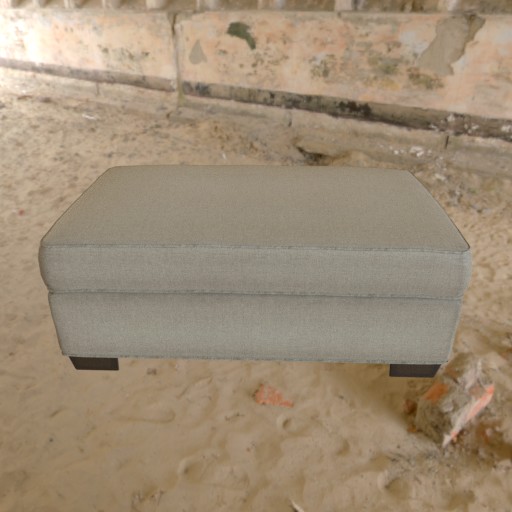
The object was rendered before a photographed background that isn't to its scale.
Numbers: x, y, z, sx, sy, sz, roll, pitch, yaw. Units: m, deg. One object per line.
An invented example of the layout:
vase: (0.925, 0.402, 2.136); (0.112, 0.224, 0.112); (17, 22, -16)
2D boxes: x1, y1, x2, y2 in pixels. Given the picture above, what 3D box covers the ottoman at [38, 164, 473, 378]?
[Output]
ottoman: (0.000, 0.000, 1.421); (1.097, 0.461, 0.617); (1, 30, 2)
